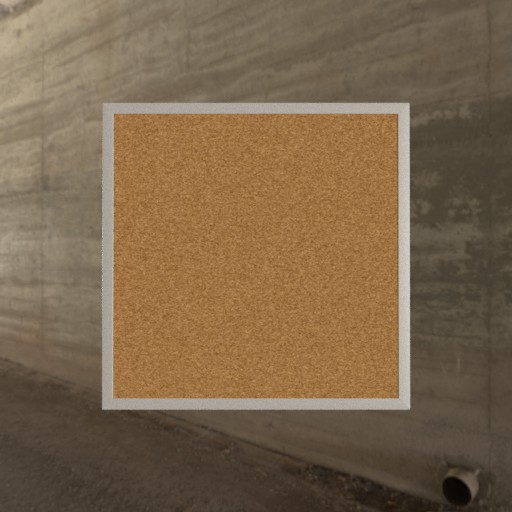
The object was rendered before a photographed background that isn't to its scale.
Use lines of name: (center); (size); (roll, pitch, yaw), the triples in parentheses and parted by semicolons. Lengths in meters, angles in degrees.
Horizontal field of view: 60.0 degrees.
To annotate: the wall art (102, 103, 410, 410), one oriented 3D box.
wall art: (0.000, 0.000, 0.749); (0.506, 0.505, 0.038); (0, 0, 0)
